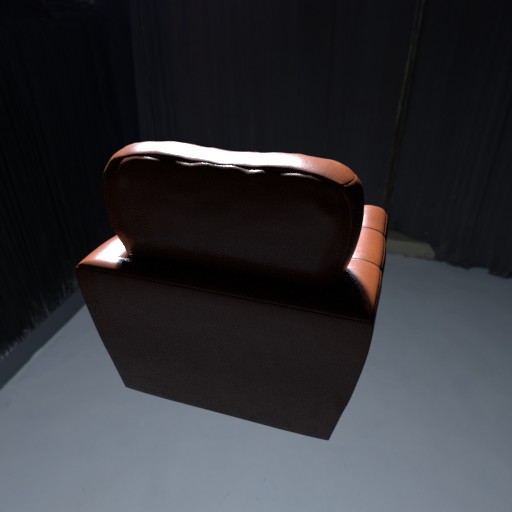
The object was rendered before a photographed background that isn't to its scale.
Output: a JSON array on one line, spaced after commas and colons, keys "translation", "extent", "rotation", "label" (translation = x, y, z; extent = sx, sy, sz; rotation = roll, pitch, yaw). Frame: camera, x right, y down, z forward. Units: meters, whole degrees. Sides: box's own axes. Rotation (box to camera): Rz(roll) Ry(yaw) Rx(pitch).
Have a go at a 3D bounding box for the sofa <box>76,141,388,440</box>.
[{"translation": [0.000, 0.000, 1.499], "extent": [0.836, 0.876, 0.789], "rotation": [9, 33, 15], "label": "sofa"}]
